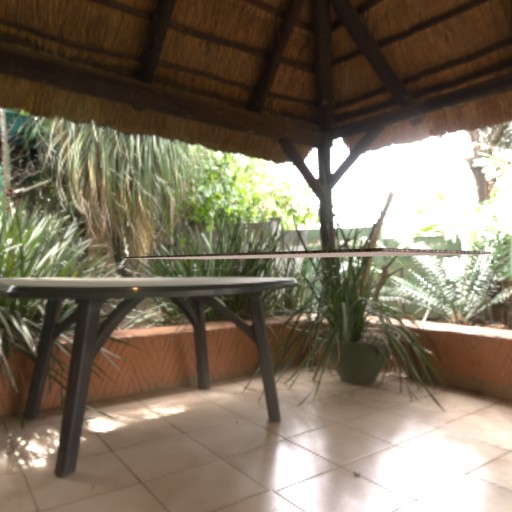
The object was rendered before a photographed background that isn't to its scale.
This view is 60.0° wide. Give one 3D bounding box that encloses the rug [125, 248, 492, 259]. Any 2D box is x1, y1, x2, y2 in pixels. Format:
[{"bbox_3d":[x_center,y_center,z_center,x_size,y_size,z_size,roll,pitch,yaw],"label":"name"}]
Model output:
[{"bbox_3d":[0.000,0.000,2.528,0.719,0.013,2.305,1,-1,-37],"label":"rug"}]
